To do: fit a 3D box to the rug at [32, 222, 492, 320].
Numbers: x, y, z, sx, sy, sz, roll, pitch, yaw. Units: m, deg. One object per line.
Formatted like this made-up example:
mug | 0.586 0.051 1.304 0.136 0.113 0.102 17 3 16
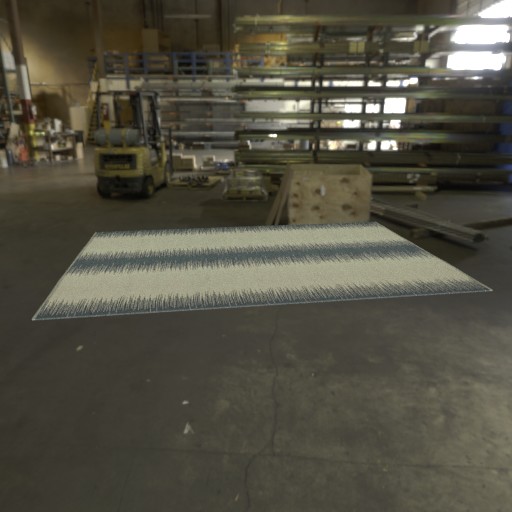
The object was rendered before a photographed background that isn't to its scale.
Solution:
rug | 0.000 0.000 2.324 1.854 0.006 1.234 -3 18 -8
